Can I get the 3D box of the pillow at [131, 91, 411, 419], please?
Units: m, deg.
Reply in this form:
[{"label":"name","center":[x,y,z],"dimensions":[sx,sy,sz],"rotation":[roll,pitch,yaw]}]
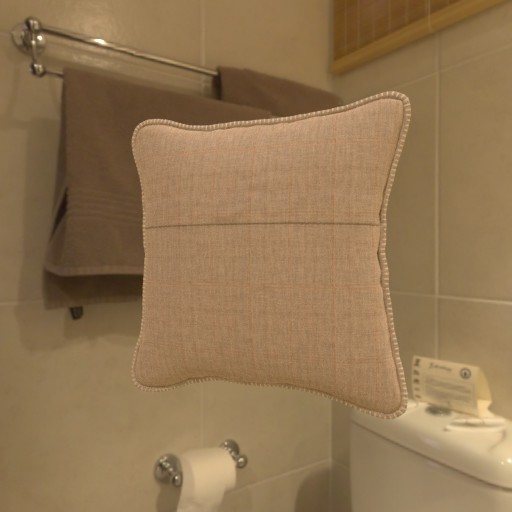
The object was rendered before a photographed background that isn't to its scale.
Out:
[{"label":"pillow","center":[0.000,0.000,0.738],"dimensions":[0.485,0.494,0.124],"rotation":[0,0,19]}]
